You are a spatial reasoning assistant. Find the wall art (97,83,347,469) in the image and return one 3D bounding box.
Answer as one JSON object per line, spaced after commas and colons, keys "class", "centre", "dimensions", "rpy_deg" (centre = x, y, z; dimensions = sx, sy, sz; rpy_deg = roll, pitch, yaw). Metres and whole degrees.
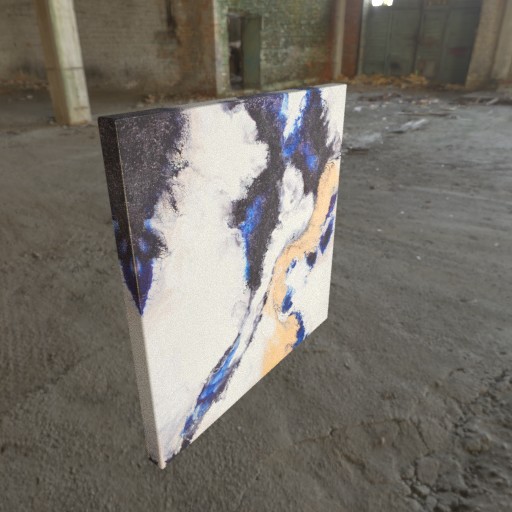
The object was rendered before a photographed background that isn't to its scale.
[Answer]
{"class": "wall art", "centre": [0.000, 0.000, 0.891], "dimensions": [0.039, 0.609, 0.609], "rpy_deg": [18, 31, 33]}
